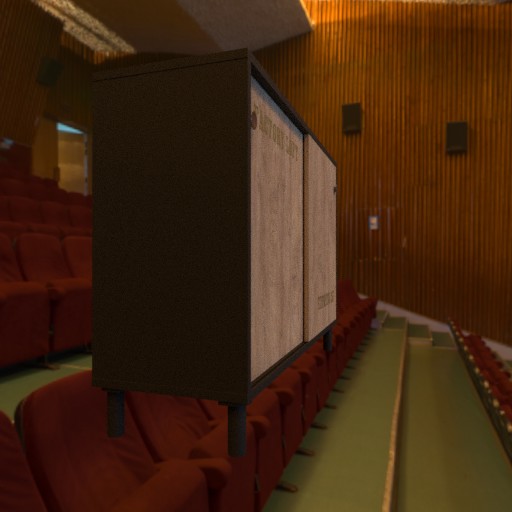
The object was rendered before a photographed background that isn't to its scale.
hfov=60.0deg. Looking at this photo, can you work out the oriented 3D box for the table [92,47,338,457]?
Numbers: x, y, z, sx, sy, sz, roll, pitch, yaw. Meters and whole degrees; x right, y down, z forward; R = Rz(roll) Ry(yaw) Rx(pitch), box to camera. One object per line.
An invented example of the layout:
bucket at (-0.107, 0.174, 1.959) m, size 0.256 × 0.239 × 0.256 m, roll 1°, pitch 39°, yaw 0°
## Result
table at (0.000, 0.000, 1.540) m, size 0.400 × 0.855 × 1.200 m, roll 0°, pitch 0°, yaw 19°
